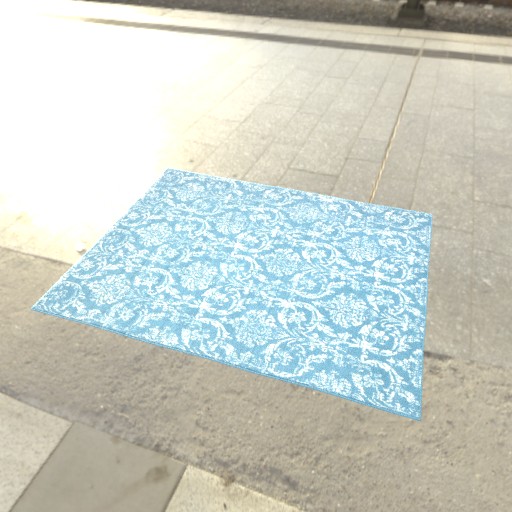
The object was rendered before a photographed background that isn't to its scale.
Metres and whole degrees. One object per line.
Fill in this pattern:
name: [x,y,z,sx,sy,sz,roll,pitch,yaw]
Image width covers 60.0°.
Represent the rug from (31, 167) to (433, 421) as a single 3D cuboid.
rug: [0.000,0.000,3.999,2.980,0.012,2.363,12,42,14]
